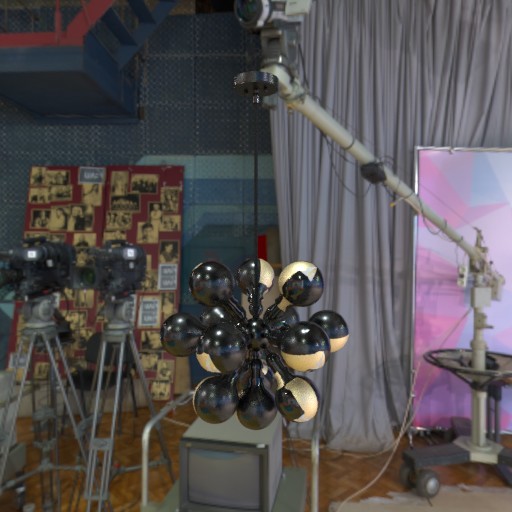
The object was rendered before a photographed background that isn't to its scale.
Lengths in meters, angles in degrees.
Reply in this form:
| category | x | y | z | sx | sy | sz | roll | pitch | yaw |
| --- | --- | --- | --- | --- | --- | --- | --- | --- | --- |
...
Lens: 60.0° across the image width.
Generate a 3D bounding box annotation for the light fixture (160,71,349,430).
| category | x | y | z | sx | sy | sz | roll | pitch | yaw |
| --- | --- | --- | --- | --- | --- | --- | --- | --- | --- |
| light fixture | 0.000 | 0.000 | 1.093 | 0.420 | 0.859 | 0.468 | -1 | 2 | -36 |
